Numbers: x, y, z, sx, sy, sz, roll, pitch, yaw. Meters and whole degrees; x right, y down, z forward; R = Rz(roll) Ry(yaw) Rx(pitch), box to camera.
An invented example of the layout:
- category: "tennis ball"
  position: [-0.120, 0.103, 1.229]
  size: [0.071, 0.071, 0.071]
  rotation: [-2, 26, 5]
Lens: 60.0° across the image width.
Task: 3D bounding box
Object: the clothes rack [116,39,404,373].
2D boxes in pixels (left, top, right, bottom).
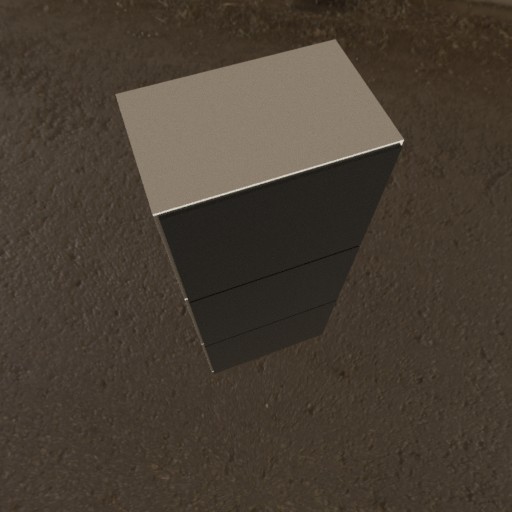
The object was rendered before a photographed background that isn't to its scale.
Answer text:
- category: "clothes rack"
  position: [0.000, 0.000, 1.411]
  size: [0.500, 1.187, 0.330]
  rotation: [-18, 64, -9]
